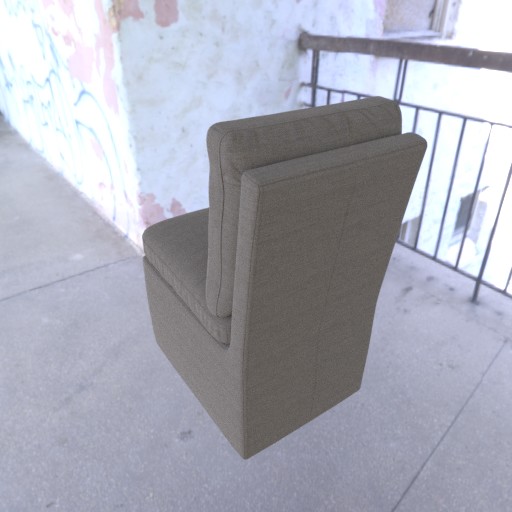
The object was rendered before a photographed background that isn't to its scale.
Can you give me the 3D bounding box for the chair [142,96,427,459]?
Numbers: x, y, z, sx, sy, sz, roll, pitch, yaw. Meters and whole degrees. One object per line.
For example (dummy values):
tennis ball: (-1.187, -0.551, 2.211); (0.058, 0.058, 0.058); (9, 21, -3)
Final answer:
chair: (0.000, 0.000, 1.322); (0.503, 0.927, 0.698); (-19, 36, -29)
